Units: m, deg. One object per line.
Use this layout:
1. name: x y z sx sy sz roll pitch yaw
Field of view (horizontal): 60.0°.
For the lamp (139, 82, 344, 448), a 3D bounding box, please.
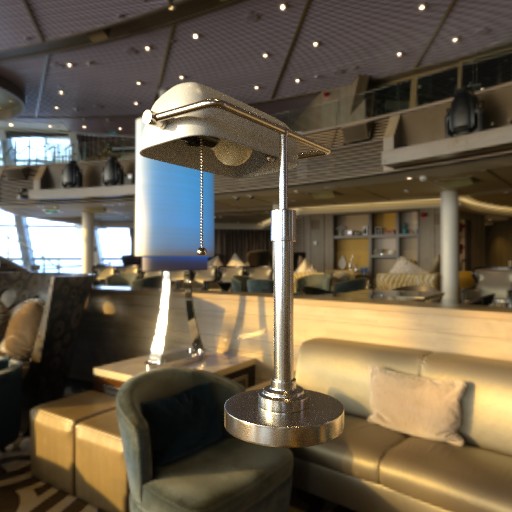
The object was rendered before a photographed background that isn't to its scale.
1. lamp: 0.000 0.000 0.562 0.227 0.404 0.269 0 0 36
